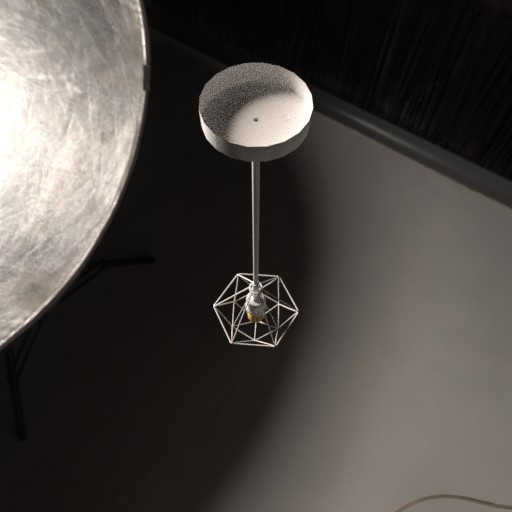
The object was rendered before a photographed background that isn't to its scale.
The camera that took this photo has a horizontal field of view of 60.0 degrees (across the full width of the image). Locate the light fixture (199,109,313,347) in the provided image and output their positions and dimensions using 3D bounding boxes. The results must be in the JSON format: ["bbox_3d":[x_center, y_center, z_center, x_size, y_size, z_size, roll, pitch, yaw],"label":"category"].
[{"bbox_3d":[0.000,0.000,1.930,0.431,1.764,0.487,31,67,15],"label":"light fixture"}]
